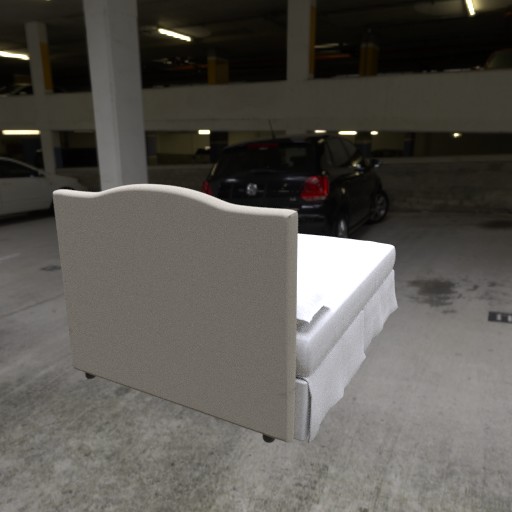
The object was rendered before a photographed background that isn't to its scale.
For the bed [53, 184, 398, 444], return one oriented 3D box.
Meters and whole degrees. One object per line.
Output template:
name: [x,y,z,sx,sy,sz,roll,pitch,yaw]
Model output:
bed: [0.000,0.000,3.708,1.977,1.437,2.477,8,18,27]
